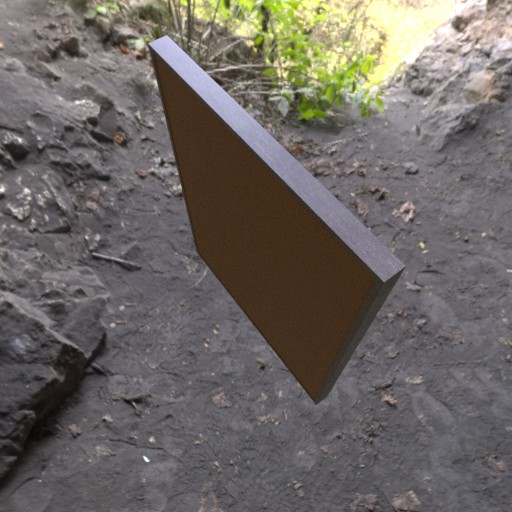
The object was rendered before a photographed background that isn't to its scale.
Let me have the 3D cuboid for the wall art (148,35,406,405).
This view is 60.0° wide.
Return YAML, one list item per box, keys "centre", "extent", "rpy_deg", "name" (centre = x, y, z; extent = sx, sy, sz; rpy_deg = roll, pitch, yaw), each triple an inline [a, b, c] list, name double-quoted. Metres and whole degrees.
- centre: [0.000, 0.000, 0.707]
  extent: [0.032, 0.521, 0.421]
  rpy_deg: [-33, 65, -17]
  name: "wall art"
